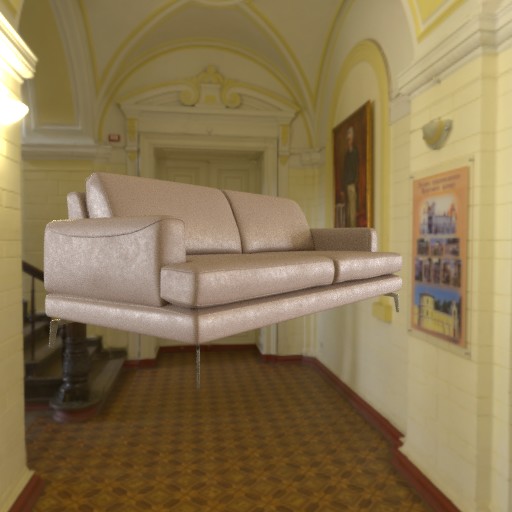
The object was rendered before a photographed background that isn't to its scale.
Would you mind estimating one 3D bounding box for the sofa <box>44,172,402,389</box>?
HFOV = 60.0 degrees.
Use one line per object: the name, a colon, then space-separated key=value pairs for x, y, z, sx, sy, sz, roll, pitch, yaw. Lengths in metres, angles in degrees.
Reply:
sofa: x=0.000 y=0.000 z=2.403 sx=0.974 sy=0.765 sz=1.940 roll=1 pitch=2 yaw=36
